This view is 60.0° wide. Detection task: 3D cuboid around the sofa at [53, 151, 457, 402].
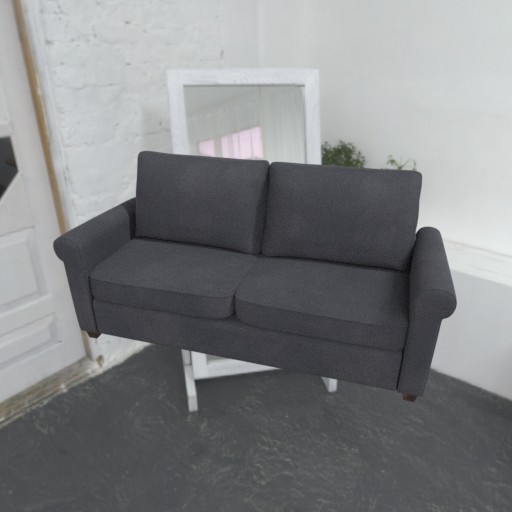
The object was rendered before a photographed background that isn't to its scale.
[{"bbox_3d":[0.000,0.000,2.435,1.935,0.942,0.842,7,27,15],"label":"sofa"}]
